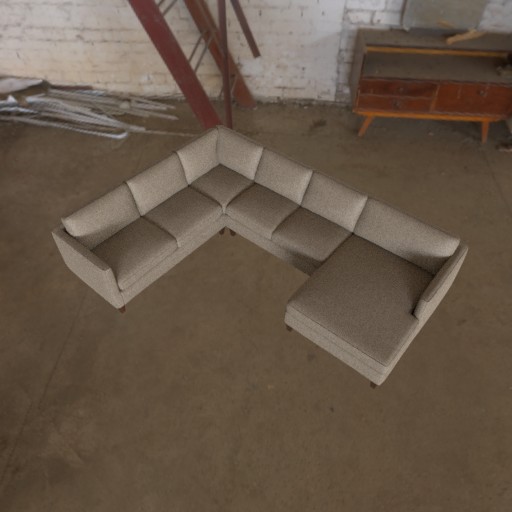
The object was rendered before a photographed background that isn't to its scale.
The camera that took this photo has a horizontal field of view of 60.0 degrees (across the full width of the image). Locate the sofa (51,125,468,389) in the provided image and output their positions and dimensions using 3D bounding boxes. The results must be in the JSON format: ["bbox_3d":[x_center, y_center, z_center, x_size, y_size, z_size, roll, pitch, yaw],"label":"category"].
[{"bbox_3d":[0.000,0.000,4.597,3.403,0.889,2.551,31,54,26],"label":"sofa"}]
